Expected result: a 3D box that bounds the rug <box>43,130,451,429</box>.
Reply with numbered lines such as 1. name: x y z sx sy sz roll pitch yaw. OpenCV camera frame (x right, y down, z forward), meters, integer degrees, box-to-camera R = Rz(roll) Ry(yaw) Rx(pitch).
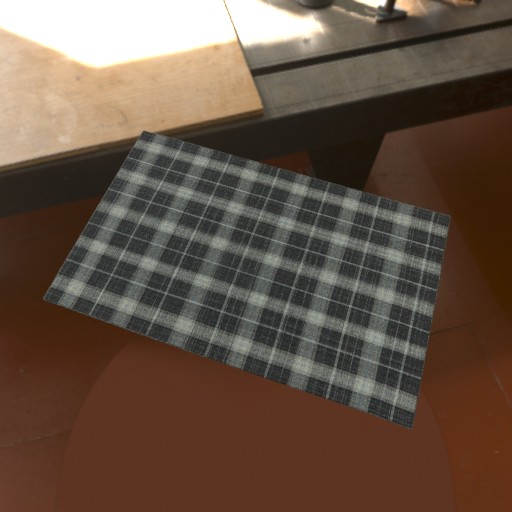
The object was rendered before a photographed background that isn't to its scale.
1. rug: 0.000 0.000 3.037 2.434 0.015 1.520 17 65 8
